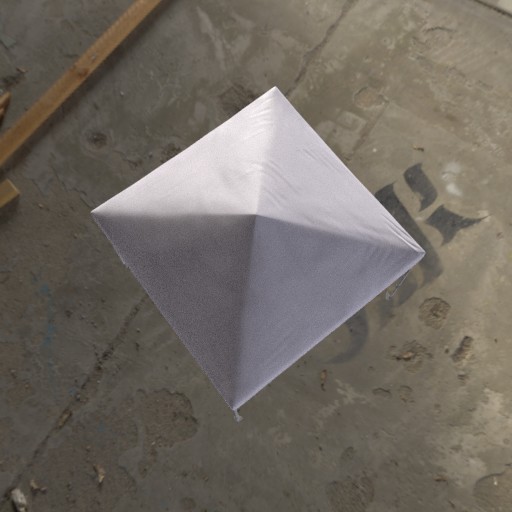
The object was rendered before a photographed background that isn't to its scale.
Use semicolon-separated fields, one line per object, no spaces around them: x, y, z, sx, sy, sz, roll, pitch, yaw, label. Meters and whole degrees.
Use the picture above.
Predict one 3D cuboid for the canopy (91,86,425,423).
0.000;0.000;5.215;2.849;2.850;2.850;-37;78;-9;canopy
